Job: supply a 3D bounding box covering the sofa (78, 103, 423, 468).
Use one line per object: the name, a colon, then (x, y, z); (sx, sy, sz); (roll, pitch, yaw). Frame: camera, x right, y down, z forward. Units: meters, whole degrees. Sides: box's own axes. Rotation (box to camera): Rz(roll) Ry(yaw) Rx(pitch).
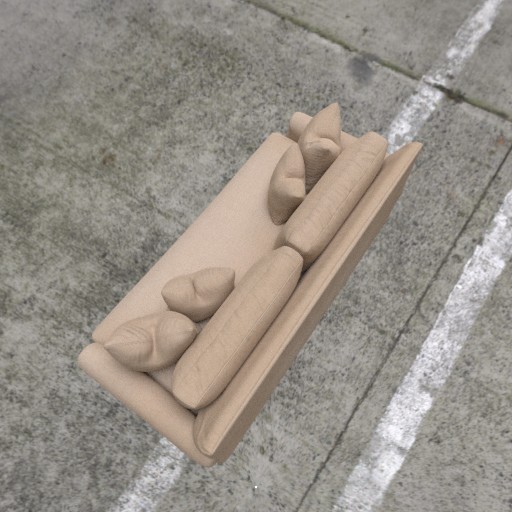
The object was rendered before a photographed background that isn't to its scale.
sofa: (0.000, 0.000, 2.796); (1.067, 0.904, 2.285); (32, 67, 15)
